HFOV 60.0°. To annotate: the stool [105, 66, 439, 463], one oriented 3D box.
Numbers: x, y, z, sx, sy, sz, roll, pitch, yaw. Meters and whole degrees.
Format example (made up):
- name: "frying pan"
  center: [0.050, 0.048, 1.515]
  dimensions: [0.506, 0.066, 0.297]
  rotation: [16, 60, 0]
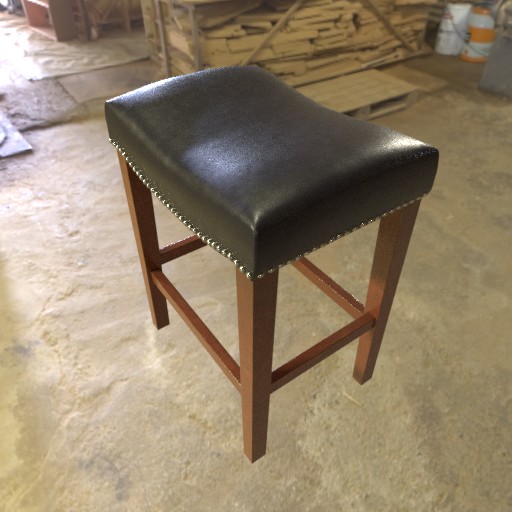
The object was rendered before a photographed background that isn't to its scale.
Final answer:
- name: "stool"
  center: [0.000, 0.000, 0.956]
  dimensions: [0.372, 0.654, 0.504]
  rotation: [-25, 47, -26]
